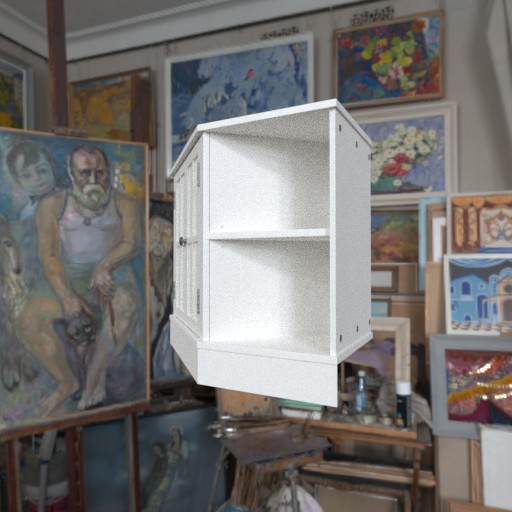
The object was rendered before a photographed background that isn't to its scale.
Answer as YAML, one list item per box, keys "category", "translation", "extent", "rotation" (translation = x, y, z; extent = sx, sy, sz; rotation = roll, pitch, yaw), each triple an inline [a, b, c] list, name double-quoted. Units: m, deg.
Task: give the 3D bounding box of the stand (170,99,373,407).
- category: "stand"
  translation: [0.000, 0.000, 1.389]
  extent: [0.477, 0.614, 1.072]
  rotation: [0, -1, -17]
